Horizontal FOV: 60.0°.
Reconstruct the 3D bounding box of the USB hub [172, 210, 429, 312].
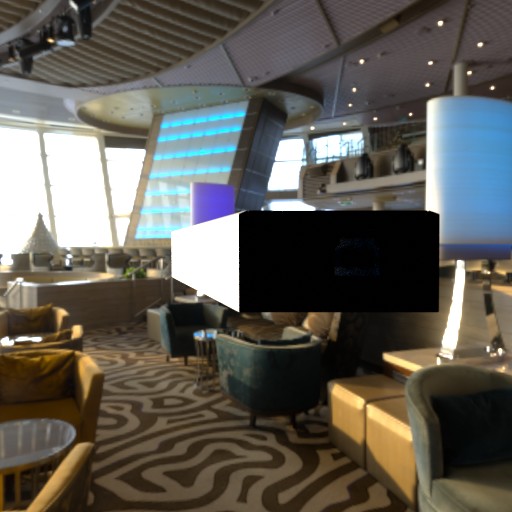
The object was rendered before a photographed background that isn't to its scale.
[{"bbox_3d":[0.000,0.000,0.161,0.044,0.023,0.145,0,1,-18],"label":"USB hub"}]
